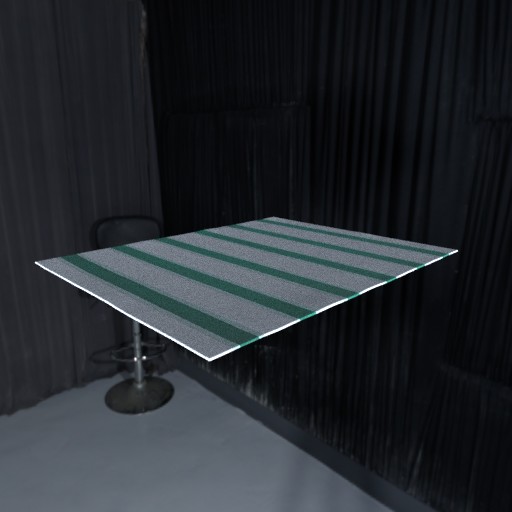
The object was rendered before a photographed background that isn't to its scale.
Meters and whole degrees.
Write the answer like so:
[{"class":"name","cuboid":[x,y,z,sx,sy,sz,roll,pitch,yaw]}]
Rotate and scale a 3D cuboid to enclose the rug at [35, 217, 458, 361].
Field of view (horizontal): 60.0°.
[{"class":"rug","cuboid":[0.000,0.000,4.058,3.041,0.019,2.434,-15,21,-42]}]
